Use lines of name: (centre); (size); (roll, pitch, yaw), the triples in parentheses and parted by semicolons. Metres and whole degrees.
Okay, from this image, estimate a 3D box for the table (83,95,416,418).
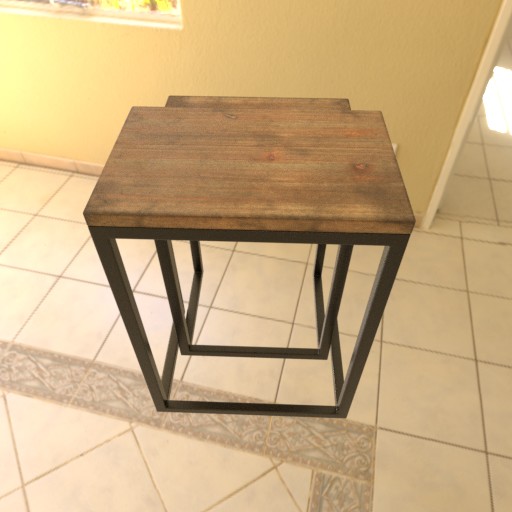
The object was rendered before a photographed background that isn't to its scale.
table: (0.000, 0.000, 0.963); (0.456, 0.615, 0.460); (3, 47, 3)
